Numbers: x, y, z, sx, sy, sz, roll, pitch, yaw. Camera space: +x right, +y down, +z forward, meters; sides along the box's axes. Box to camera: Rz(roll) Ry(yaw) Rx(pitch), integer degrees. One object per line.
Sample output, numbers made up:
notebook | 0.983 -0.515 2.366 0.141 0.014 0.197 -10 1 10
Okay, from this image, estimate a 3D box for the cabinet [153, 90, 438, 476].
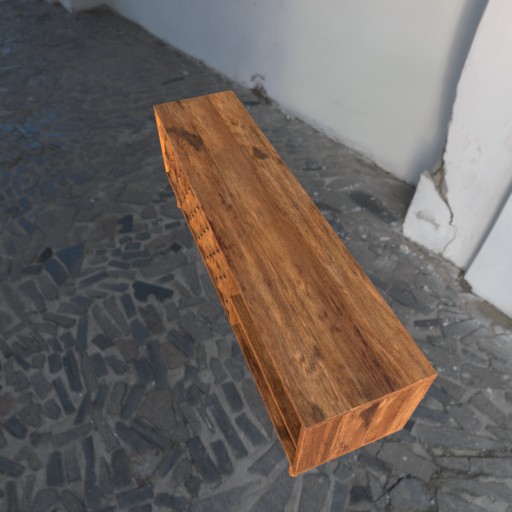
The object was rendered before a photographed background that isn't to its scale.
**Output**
cabinet | 0.000 0.000 1.649 0.349 0.528 1.448 -17 50 -14
